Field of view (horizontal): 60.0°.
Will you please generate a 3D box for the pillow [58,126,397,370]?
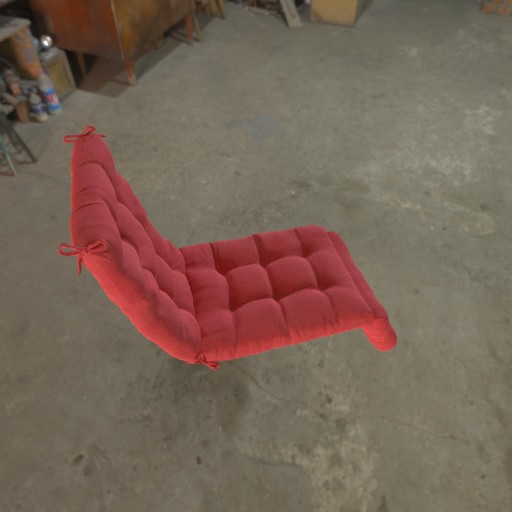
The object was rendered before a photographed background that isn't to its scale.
[{"bbox_3d":[0.000,0.000,1.493,1.016,0.863,0.526,-11,47,-11],"label":"pillow"}]
